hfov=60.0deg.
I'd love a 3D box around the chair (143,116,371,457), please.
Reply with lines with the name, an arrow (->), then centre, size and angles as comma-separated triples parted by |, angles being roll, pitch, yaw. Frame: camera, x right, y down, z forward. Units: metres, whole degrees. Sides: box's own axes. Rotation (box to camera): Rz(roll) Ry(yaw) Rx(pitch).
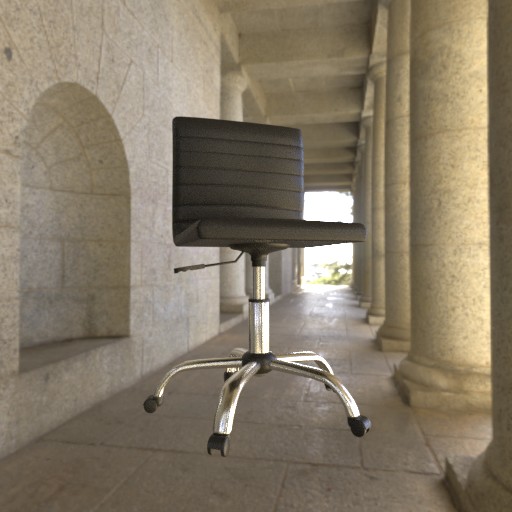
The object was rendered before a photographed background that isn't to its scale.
chair -> 0.000, 0.000, 1.142 | 0.556, 0.780, 0.530 | 0, -1, -18
